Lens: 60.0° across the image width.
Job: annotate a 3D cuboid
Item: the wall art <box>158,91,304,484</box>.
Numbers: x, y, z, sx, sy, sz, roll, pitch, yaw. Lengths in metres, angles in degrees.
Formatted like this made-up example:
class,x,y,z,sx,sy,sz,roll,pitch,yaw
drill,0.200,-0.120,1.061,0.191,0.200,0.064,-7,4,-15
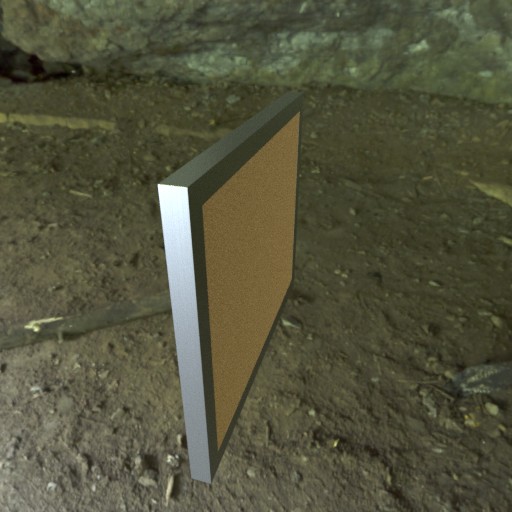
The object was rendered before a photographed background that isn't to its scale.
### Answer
class,x,y,z,sx,sy,sz,roll,pitch,yaw
wall art,0.000,0.000,0.769,0.032,0.456,0.557,8,31,15
